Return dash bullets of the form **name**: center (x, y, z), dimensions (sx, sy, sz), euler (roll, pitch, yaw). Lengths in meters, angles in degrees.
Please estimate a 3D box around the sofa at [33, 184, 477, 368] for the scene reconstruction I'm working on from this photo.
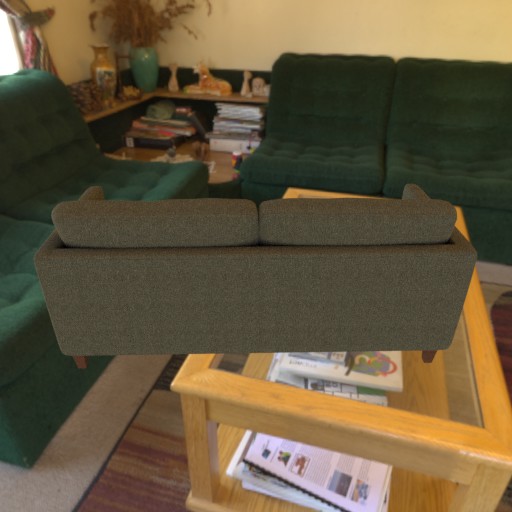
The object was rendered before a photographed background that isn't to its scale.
- **sofa**: center (0.000, 0.000, 2.690), dimensions (2.208, 0.965, 0.948), euler (-1, 31, -1)
